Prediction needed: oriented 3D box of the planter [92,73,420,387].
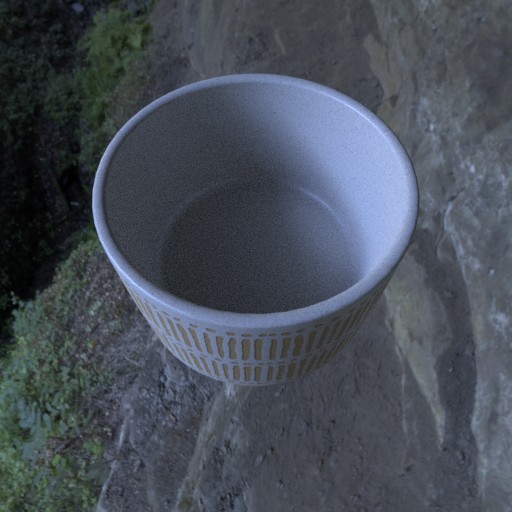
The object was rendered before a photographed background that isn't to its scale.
[{"bbox_3d":[0.000,0.000,0.563,0.317,0.303,0.317,0,59,0],"label":"planter"}]
